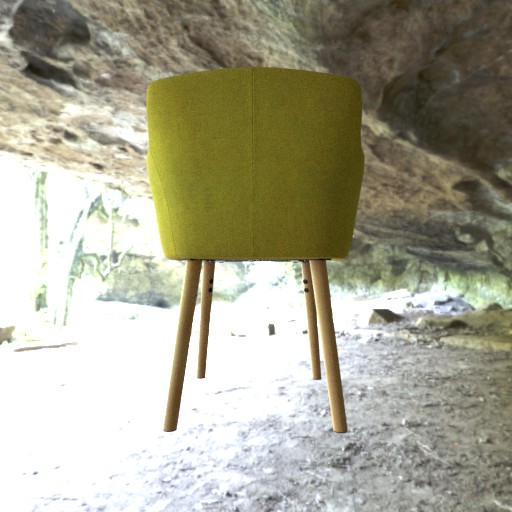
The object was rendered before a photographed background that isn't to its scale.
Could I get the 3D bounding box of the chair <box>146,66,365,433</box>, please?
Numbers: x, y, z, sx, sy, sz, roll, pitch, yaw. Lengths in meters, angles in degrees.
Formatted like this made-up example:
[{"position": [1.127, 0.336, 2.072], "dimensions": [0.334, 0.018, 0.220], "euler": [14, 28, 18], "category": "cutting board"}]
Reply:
[{"position": [0.000, 0.000, 1.184], "dimensions": [0.570, 0.780, 0.570], "euler": [0, -2, 1], "category": "chair"}]
